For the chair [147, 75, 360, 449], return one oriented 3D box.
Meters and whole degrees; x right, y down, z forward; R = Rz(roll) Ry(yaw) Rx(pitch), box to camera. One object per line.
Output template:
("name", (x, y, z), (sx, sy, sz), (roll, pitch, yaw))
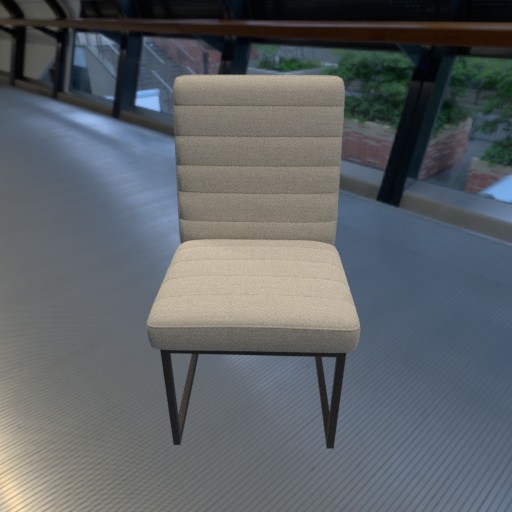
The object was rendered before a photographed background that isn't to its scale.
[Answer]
("chair", (0.000, 0.000, 1.309), (0.520, 0.930, 0.634), (1, 30, 1))
